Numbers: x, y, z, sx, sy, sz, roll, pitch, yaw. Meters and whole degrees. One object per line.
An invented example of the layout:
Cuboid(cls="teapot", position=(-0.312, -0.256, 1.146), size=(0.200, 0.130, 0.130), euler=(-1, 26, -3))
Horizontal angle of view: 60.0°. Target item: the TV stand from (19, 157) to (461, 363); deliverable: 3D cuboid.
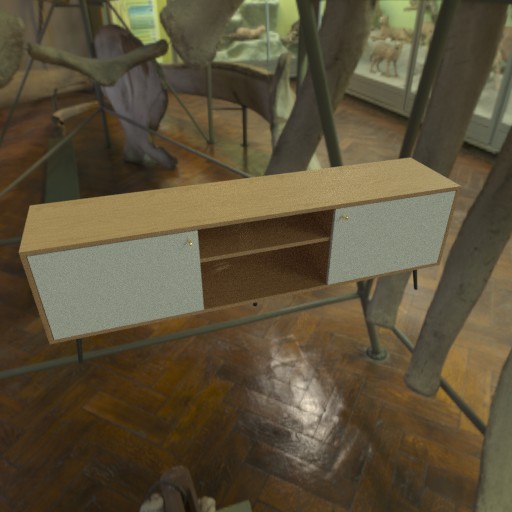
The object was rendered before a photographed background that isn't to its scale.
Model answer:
Cuboid(cls="TV stand", position=(0.000, 0.000, 1.986), size=(1.760, 0.580, 0.400), euler=(-10, 34, -15))
